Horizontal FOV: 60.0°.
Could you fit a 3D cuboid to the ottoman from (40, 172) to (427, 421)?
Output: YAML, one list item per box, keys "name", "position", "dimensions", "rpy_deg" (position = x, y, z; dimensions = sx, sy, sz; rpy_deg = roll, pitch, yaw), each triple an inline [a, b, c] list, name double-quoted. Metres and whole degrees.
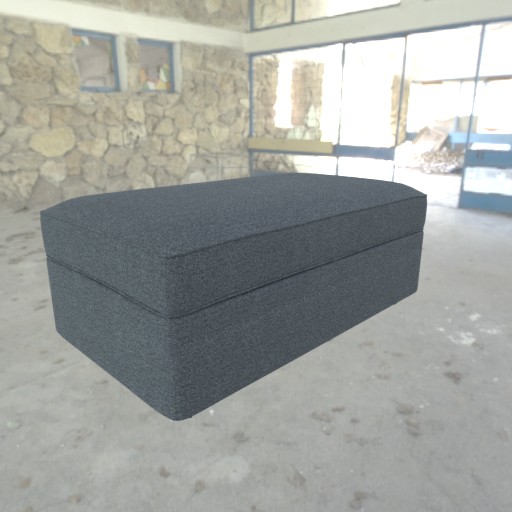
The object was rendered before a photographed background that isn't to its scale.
- name: "ottoman"
  position: [0.000, 0.000, 1.528]
  dimensions: [0.681, 0.494, 1.173]
  rpy_deg: [16, 23, 43]
